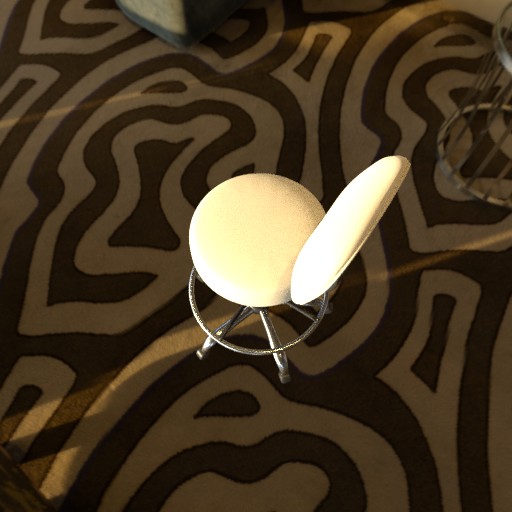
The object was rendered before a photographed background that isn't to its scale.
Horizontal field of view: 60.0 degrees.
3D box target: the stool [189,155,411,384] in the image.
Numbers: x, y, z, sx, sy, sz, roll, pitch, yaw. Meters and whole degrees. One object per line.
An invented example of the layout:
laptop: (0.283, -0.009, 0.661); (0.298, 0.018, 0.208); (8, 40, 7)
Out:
stool: (0.000, 0.000, 1.444); (0.616, 1.080, 0.609); (31, 67, 14)
